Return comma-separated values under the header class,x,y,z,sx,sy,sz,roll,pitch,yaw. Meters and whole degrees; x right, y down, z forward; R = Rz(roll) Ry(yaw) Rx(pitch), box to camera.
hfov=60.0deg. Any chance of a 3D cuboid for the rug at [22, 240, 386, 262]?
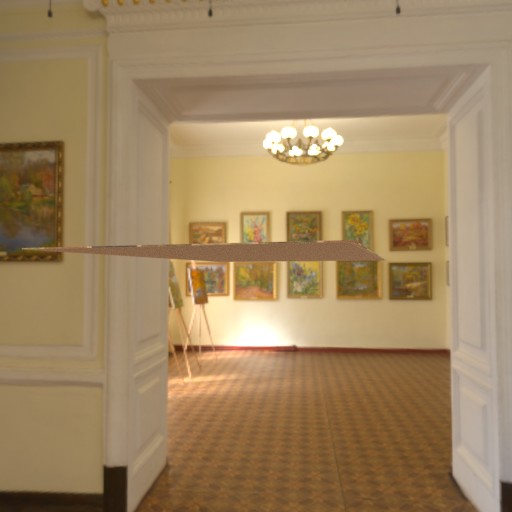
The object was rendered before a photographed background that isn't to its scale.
class,x,y,z,sx,sy,sz,roll,pitch,yaw
rug,0.000,0.000,2.896,1.521,0.006,2.284,-1,-2,19
